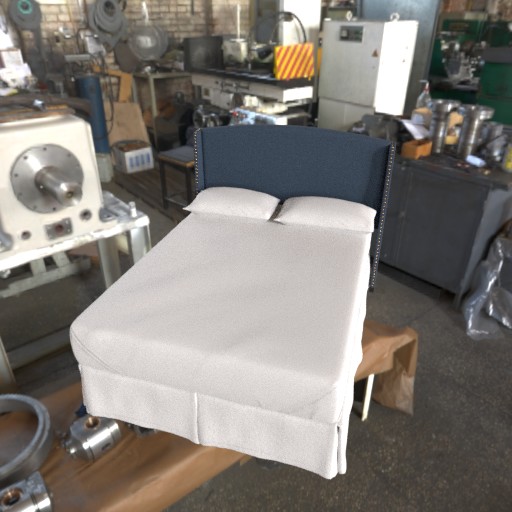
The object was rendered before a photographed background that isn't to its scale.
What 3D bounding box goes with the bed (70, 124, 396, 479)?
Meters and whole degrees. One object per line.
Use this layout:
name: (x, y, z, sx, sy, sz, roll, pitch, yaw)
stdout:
bed: (0.000, 0.000, 3.188, 1.710, 1.407, 2.237, 8, 30, 15)
